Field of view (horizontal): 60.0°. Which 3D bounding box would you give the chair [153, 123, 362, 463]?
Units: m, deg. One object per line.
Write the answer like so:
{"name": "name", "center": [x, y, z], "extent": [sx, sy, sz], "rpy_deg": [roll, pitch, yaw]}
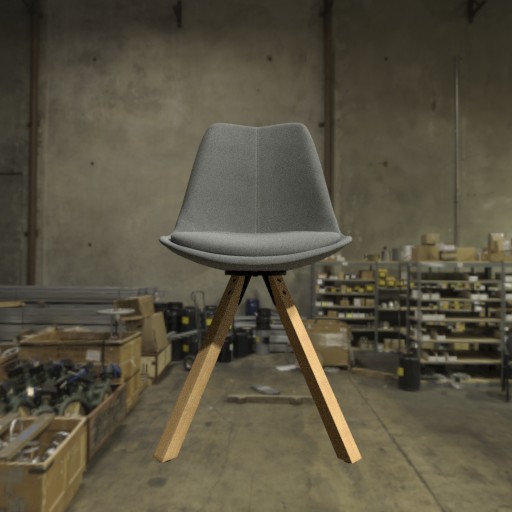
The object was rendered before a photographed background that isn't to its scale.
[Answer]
{"name": "chair", "center": [0.000, 0.000, 1.166], "extent": [0.474, 0.863, 0.549], "rpy_deg": [0, -1, 1]}
